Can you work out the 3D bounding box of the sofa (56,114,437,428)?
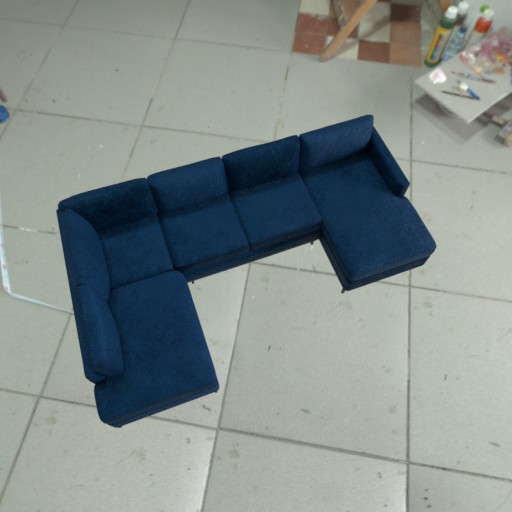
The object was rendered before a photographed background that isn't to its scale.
[{"bbox_3d":[0.000,0.000,4.309,3.434,0.992,2.055,-18,64,-9],"label":"sofa"}]
